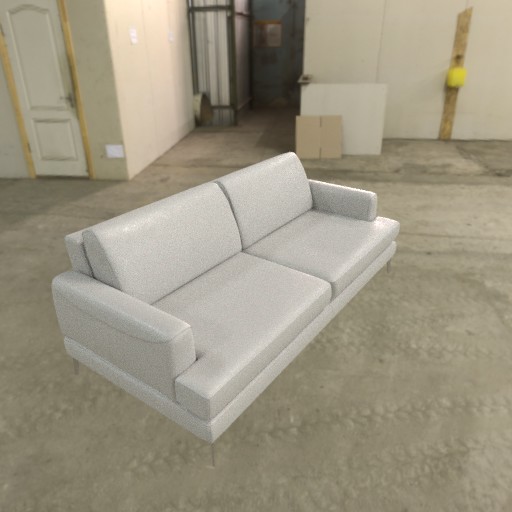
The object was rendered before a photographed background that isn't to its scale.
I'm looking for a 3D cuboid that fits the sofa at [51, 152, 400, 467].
[{"bbox_3d":[0.000,0.000,2.453,0.974,0.765,1.940,18,32,31],"label":"sofa"}]
